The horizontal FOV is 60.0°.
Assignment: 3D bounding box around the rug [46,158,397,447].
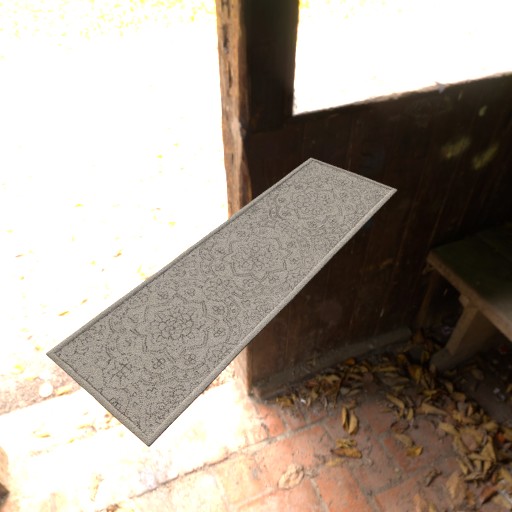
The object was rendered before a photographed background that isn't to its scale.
[{"bbox_3d":[0.000,0.000,2.753,0.769,0.012,2.448,28,49,27],"label":"rug"}]
